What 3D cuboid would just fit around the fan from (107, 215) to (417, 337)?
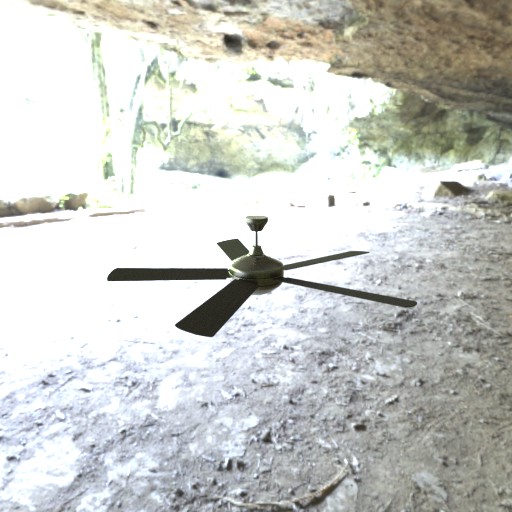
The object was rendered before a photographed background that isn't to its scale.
[{"bbox_3d":[0.000,0.000,1.998,1.321,0.356,1.321,2,15,9],"label":"fan"}]
